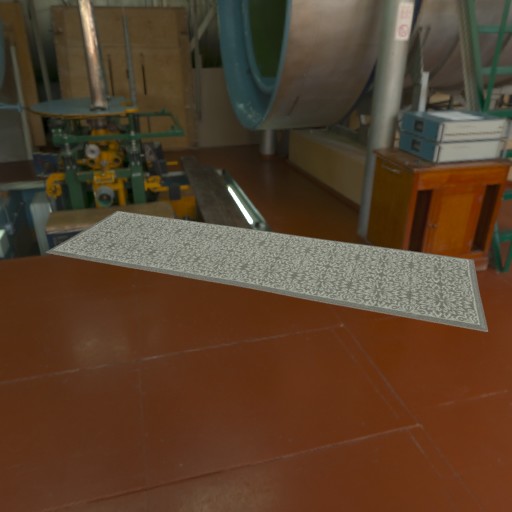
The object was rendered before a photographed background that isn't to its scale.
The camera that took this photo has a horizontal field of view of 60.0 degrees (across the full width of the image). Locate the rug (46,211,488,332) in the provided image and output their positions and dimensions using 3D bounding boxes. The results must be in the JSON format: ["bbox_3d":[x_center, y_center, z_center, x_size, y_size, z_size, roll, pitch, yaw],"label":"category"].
[{"bbox_3d":[0.000,0.000,2.374,2.196,0.011,0.662,9,28,17],"label":"rug"}]
